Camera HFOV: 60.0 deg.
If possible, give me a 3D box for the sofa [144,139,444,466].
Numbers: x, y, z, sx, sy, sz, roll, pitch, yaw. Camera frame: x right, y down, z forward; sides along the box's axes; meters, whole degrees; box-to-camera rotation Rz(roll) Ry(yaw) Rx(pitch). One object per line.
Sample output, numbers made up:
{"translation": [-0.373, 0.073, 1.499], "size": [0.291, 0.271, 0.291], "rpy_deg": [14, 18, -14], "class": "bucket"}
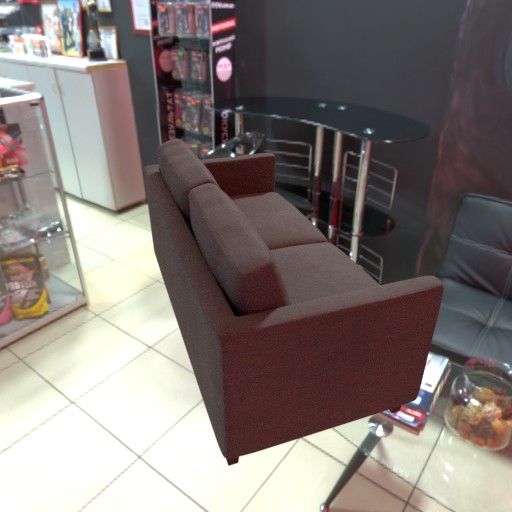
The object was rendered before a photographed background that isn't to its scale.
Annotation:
{"translation": [0.000, 0.000, 2.463], "size": [0.950, 0.963, 1.884], "rpy_deg": [-10, 31, -17], "class": "sofa"}
